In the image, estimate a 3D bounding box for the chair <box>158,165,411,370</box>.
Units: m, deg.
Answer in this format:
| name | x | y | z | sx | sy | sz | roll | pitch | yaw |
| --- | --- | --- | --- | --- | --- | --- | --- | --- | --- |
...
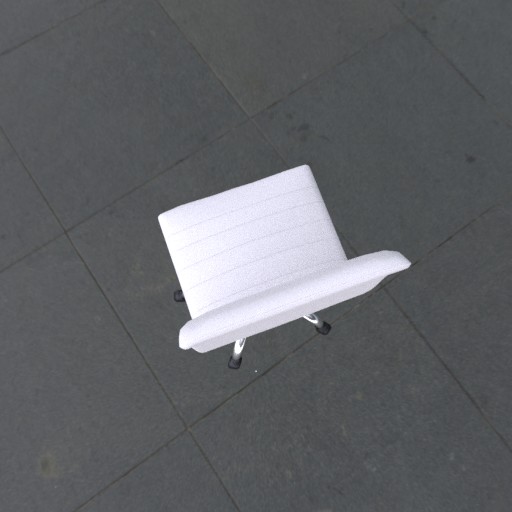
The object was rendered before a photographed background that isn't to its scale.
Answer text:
| name | x | y | z | sx | sy | sz | roll | pitch | yaw |
| --- | --- | --- | --- | --- | --- | --- | --- | --- | --- |
| chair | 0.000 | 0.000 | 1.065 | 0.520 | 0.750 | 0.455 | -20 | 76 | -5 |
